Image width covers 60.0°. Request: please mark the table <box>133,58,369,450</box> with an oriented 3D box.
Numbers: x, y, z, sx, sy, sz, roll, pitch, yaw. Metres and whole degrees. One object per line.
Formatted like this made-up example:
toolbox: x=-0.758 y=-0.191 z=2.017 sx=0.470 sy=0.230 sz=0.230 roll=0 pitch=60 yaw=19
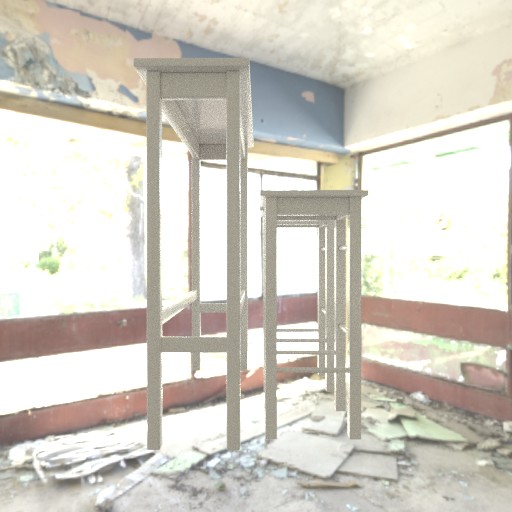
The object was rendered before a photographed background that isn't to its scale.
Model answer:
table: x=0.000 y=0.000 z=1.643 sx=0.650 sy=1.065 sz=0.915 roll=0 pitch=0 yaw=0
